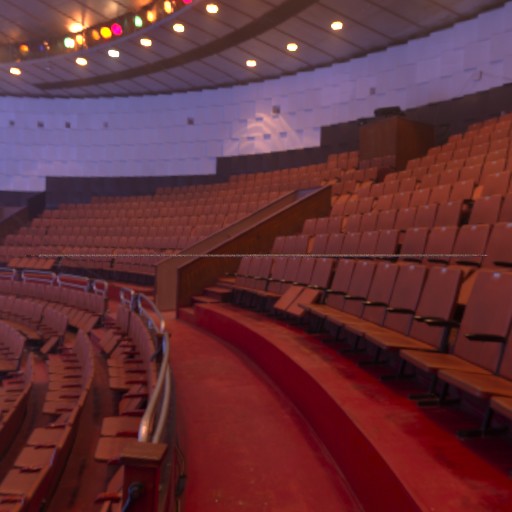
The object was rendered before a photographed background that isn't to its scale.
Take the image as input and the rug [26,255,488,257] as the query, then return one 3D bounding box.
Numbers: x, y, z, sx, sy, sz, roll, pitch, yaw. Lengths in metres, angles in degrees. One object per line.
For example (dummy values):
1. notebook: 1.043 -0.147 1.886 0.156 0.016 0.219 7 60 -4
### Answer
1. rug: 0.000 0.000 2.330 1.802 0.008 1.247 0 0 -1
